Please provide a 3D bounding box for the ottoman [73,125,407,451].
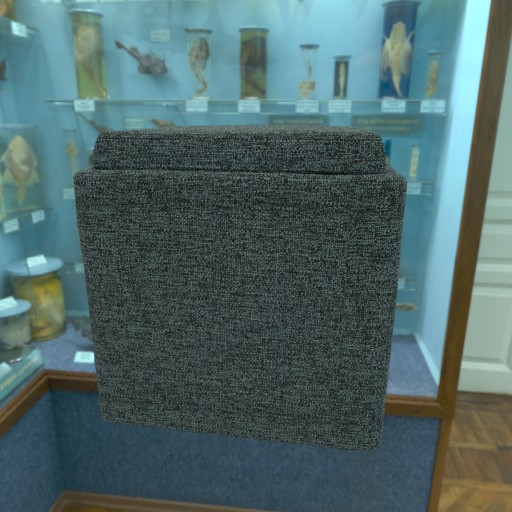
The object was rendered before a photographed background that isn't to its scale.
[{"bbox_3d":[0.000,0.000,0.819,0.450,0.463,0.450,3,17,9],"label":"ottoman"}]
